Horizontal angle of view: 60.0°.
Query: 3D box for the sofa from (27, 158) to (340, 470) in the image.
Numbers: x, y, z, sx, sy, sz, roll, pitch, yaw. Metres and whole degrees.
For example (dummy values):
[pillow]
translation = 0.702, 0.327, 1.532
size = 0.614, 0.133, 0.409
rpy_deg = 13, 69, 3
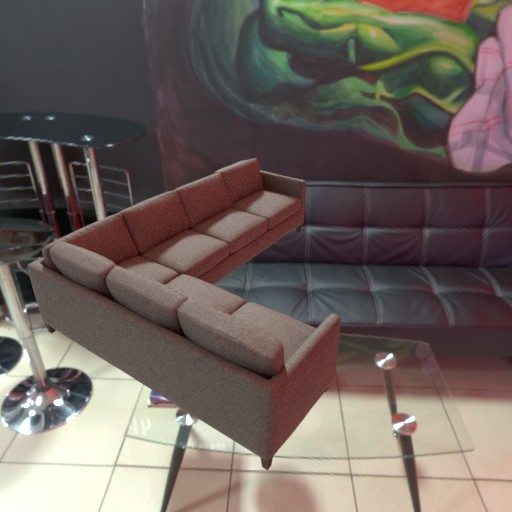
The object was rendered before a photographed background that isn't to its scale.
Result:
[sofa]
translation = 0.000, 0.000, 4.449
size = 2.593, 0.947, 3.302
rpy_deg = 19, 35, 30
